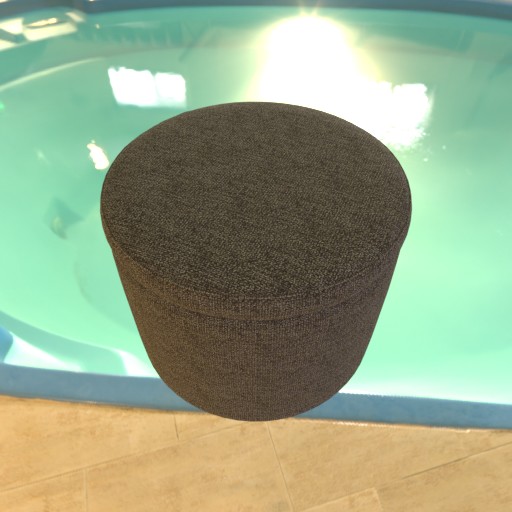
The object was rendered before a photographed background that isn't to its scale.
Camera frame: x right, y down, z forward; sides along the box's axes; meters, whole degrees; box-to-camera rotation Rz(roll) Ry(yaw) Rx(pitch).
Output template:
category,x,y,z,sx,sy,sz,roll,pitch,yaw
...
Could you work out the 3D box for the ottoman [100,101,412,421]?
category,x,y,z,sx,sy,sz,roll,pitch,yaw
ottoman,0.000,0.000,0.885,0.520,0.430,0.520,0,47,0
